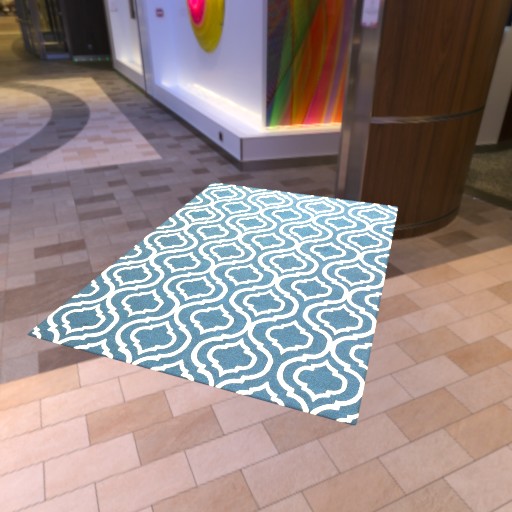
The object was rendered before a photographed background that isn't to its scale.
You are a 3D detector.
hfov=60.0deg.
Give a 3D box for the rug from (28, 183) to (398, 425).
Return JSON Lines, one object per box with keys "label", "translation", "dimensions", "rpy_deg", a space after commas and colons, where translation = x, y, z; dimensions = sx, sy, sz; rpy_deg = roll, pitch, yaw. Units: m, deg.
{"label": "rug", "translation": [0.000, 0.000, 4.317], "dimensions": [2.438, 0.010, 3.353], "rpy_deg": [10, 32, 17]}
